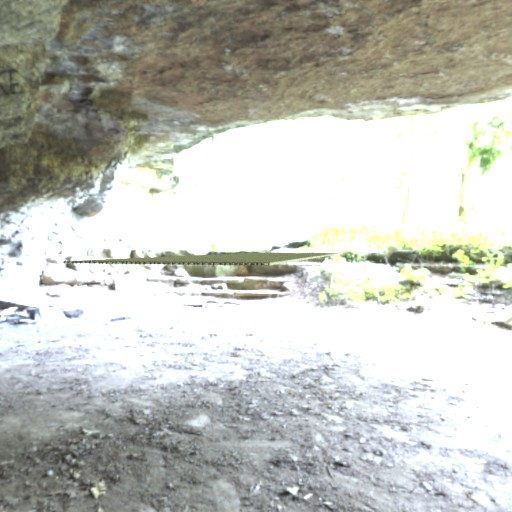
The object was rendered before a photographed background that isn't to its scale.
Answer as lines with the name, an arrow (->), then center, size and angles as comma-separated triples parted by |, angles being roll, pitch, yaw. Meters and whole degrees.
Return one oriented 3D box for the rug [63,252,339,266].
rug -> 0.000, 0.000, 2.787 | 0.795, 0.015, 2.544 | 0, 1, 16
